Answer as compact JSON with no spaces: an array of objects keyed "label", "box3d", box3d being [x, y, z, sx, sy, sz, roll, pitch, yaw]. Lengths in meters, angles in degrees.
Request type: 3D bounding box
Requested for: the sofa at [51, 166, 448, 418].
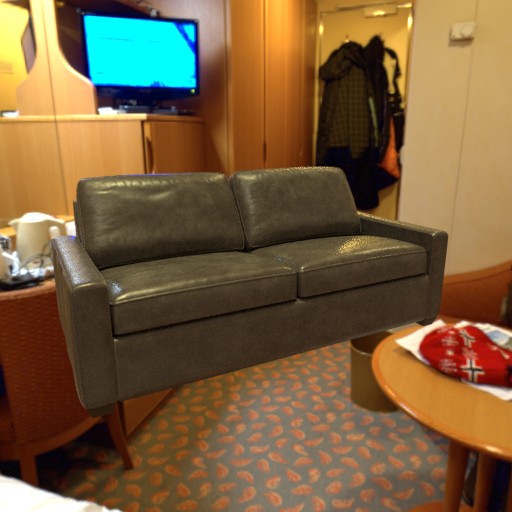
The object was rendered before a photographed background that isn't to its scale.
[{"label":"sofa","box3d":[0.000,0.000,2.524,2.081,0.916,0.939,-8,18,-27]}]
